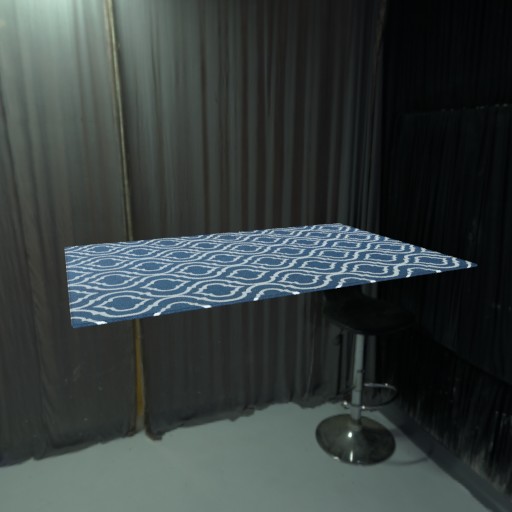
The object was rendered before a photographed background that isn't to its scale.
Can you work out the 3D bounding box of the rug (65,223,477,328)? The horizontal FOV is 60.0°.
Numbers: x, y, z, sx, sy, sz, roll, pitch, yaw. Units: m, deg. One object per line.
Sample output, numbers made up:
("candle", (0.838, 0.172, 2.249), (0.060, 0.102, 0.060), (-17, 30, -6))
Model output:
("rug", (0.000, 0.000, 2.225), (1.753, 0.010, 1.143), (-6, 16, -23))
